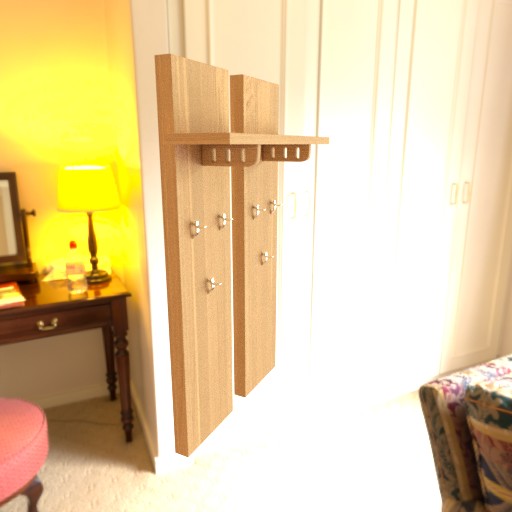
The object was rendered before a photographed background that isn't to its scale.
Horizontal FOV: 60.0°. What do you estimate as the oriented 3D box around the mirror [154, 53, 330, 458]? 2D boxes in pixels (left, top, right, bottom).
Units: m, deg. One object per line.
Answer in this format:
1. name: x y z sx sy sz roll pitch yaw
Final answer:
1. mirror: 0.000 0.000 1.601 0.260 1.250 0.800 7 16 26
